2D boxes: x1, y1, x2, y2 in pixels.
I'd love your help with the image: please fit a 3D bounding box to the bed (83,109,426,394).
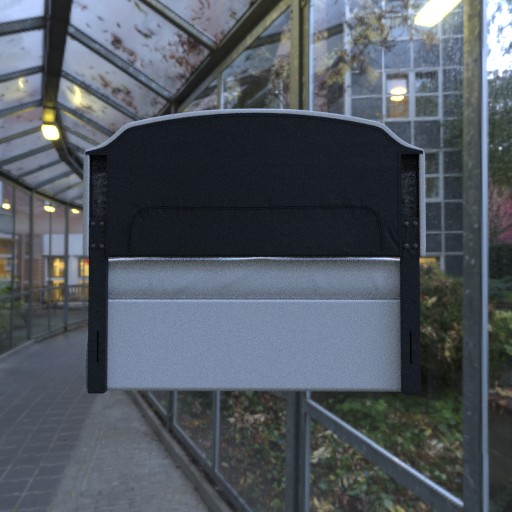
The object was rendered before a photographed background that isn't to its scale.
[{"bbox_3d":[0.000,0.000,2.955,1.558,1.270,1.999,0,-2,1],"label":"bed"}]
